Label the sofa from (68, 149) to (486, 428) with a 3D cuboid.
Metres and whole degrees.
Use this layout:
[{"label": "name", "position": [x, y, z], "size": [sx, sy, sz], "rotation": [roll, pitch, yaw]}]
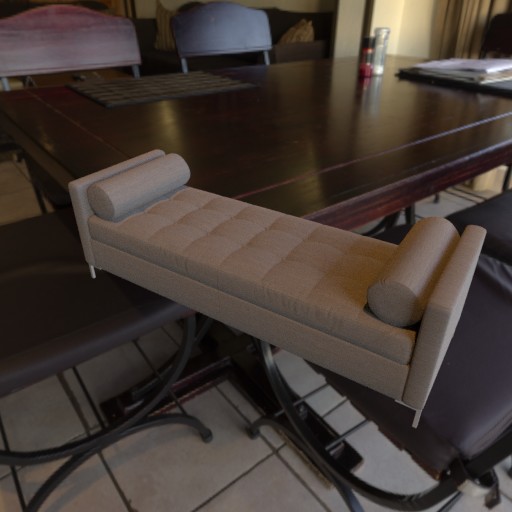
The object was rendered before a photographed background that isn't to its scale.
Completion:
[{"label": "sofa", "position": [0.000, 0.000, 2.313], "size": [1.981, 0.635, 0.686], "rotation": [19, 36, 28]}]
